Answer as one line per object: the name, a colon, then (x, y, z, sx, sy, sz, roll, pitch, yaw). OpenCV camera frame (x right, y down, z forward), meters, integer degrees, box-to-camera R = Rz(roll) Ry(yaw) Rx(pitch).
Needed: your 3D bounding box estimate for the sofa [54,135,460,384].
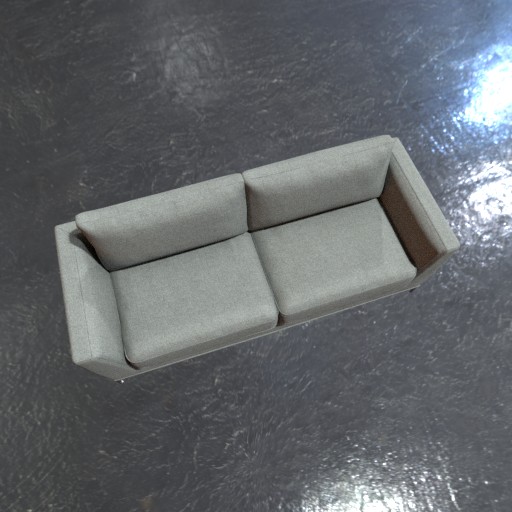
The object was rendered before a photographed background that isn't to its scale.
sofa: (0.000, 0.000, 2.768, 2.212, 1.002, 0.869, -16, 66, -8)
